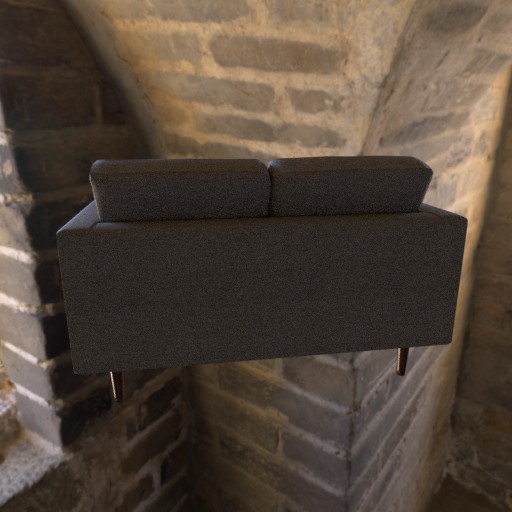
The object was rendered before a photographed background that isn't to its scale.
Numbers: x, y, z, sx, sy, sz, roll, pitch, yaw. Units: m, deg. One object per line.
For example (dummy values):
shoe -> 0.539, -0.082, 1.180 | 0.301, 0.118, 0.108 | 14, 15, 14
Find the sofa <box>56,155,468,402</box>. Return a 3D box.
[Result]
sofa -> 0.000, 0.000, 2.138 | 1.527, 0.973, 0.969 | -3, 17, -9
